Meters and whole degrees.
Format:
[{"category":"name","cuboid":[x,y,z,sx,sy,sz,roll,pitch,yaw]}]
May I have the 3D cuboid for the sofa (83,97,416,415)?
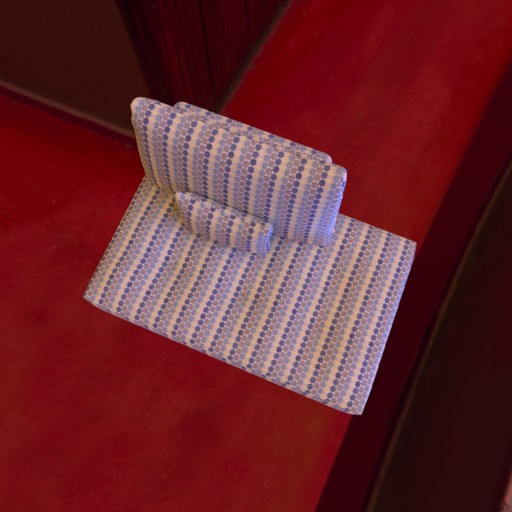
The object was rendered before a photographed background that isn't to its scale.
[{"category":"sofa","cuboid":[0.000,0.000,2.087,1.450,0.820,1.000,22,76,6]}]
